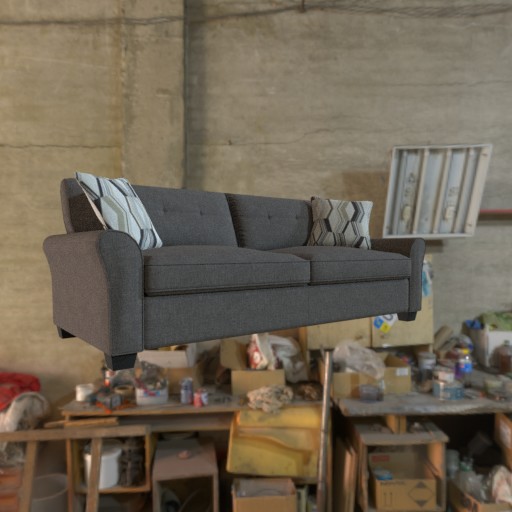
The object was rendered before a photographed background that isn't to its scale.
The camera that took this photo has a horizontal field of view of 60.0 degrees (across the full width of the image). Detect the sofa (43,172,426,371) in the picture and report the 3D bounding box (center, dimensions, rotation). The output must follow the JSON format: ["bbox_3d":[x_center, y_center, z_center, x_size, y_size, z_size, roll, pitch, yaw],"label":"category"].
[{"bbox_3d":[0.000,0.000,2.494,2.032,0.813,0.889,-1,1,-37],"label":"sofa"}]
